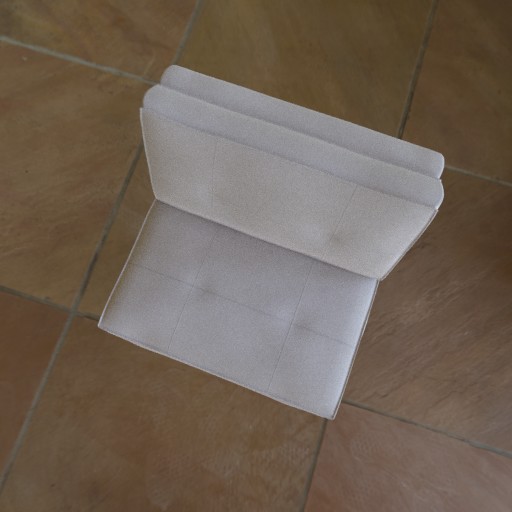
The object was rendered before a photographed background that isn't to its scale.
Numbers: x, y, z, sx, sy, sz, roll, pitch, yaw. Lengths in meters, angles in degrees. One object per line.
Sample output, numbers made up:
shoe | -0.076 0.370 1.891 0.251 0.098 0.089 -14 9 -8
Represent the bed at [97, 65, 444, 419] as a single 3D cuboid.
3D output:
bed | 0.000 0.000 1.321 0.799 0.614 0.749 20 77 5
